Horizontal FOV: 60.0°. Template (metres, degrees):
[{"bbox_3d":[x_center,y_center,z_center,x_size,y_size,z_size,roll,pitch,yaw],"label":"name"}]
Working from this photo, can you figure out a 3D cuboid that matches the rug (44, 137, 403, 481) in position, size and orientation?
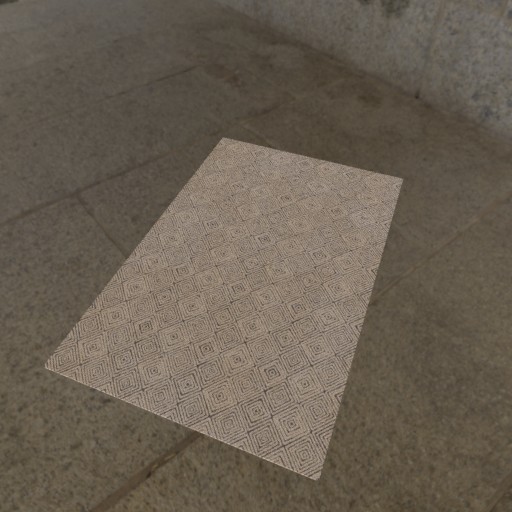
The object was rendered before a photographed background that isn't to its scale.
[{"bbox_3d":[0.000,0.000,2.231,1.175,0.008,1.783,17,50,14],"label":"rug"}]
